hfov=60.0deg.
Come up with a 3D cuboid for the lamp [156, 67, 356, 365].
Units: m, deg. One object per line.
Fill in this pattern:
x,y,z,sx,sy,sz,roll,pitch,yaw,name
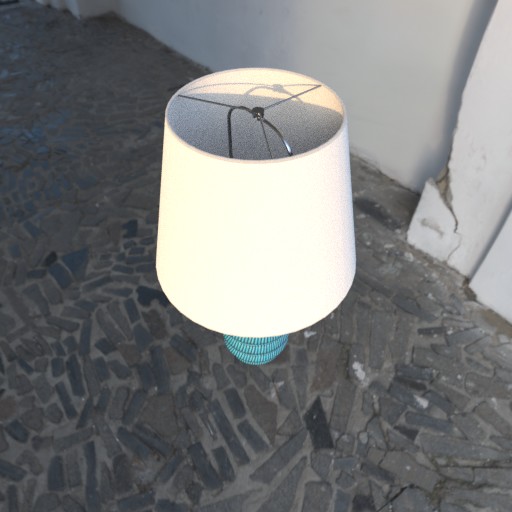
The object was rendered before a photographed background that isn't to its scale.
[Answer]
0.000,0.000,0.802,0.355,0.582,0.355,0,48,0,lamp
